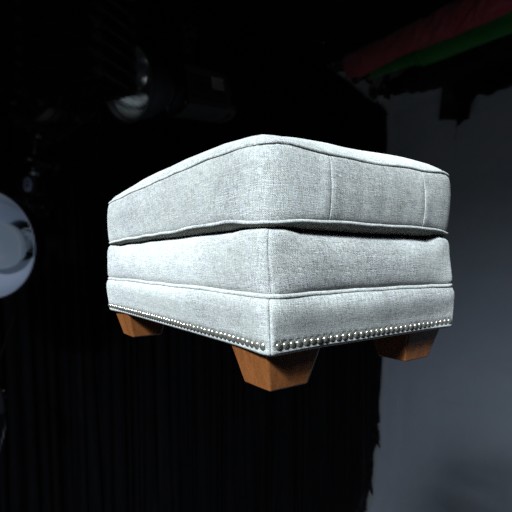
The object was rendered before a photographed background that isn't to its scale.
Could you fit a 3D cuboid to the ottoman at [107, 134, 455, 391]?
[{"bbox_3d":[0.000,0.000,1.155,0.561,0.457,0.813,0,0,-36],"label":"ottoman"}]
